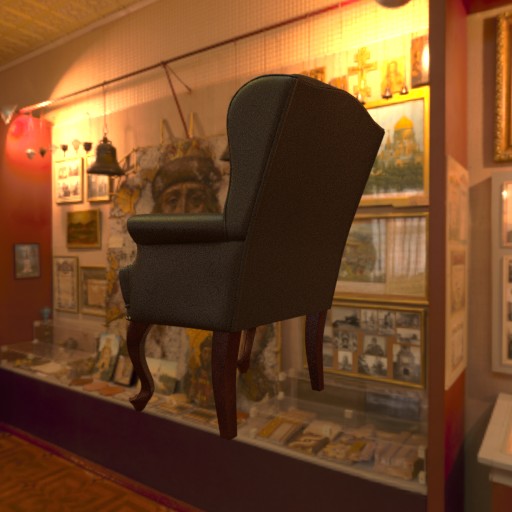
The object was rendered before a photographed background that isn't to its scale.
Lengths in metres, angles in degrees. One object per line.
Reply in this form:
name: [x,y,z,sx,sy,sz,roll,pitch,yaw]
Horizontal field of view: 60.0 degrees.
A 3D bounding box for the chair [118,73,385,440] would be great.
chair: [0.000,0.000,1.656,0.762,1.111,0.838,1,1,36]
